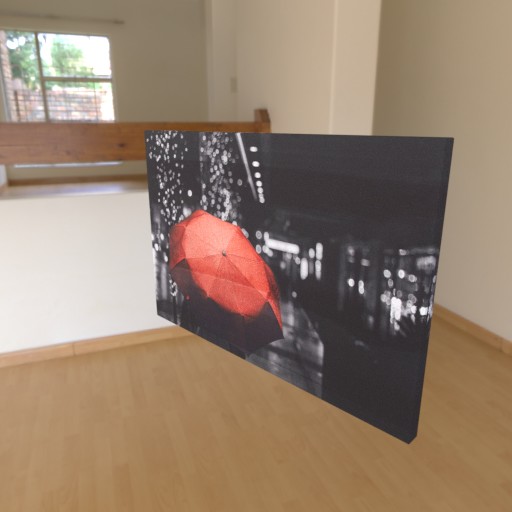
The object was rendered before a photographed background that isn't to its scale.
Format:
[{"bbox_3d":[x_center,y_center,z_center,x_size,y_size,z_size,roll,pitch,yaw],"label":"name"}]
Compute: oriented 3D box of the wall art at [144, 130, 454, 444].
[{"bbox_3d":[0.000,0.000,1.139,0.914,0.609,0.038,16,23,42],"label":"wall art"}]
